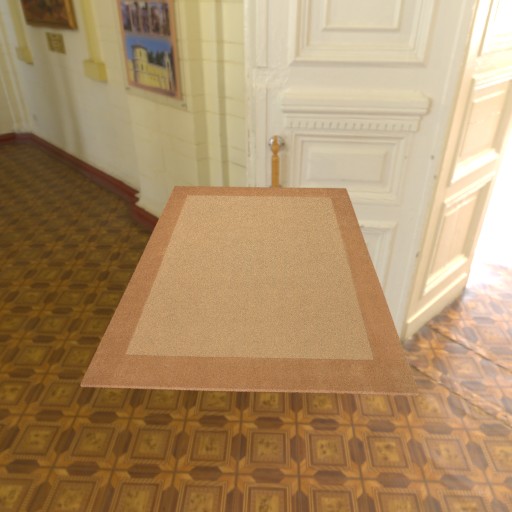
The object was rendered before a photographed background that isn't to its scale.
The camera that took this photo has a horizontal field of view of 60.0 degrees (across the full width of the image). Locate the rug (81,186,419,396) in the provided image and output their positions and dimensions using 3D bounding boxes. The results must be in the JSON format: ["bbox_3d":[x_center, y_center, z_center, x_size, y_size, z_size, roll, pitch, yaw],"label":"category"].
[{"bbox_3d":[0.000,0.000,2.365,1.219,0.014,1.829,1,32,2],"label":"rug"}]
